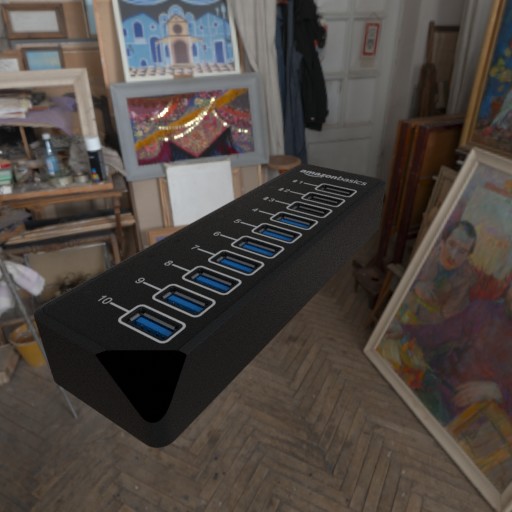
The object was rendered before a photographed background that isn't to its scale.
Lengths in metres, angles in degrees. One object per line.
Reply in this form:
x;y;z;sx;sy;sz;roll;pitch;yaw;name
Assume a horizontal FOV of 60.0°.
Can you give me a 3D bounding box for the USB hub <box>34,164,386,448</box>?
0.000;0.000;0.160;0.044;0.023;0.145;19;35;29;USB hub
